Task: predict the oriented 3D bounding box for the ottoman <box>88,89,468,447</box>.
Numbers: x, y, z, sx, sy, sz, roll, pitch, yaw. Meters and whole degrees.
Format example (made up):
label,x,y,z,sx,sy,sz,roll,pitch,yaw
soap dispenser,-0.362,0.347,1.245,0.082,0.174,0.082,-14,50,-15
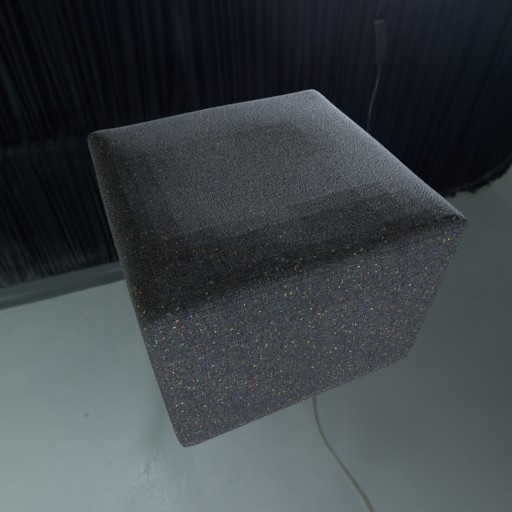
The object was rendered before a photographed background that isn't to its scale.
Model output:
label,x,y,z,sx,sy,sz,roll,pitch,yaw
ottoman,0.000,0.000,0.892,0.508,0.432,0.508,-17,48,-16
